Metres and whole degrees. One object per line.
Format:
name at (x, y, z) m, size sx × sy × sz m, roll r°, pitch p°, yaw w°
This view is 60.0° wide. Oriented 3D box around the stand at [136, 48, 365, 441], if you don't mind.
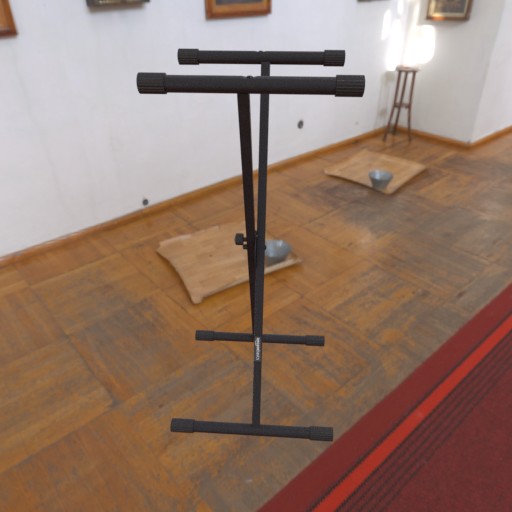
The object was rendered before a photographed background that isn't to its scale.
stand at (0.000, 0.000, 1.151) m, size 0.449 × 0.940 × 0.409 m, roll 2°, pitch 32°, yaw 3°
